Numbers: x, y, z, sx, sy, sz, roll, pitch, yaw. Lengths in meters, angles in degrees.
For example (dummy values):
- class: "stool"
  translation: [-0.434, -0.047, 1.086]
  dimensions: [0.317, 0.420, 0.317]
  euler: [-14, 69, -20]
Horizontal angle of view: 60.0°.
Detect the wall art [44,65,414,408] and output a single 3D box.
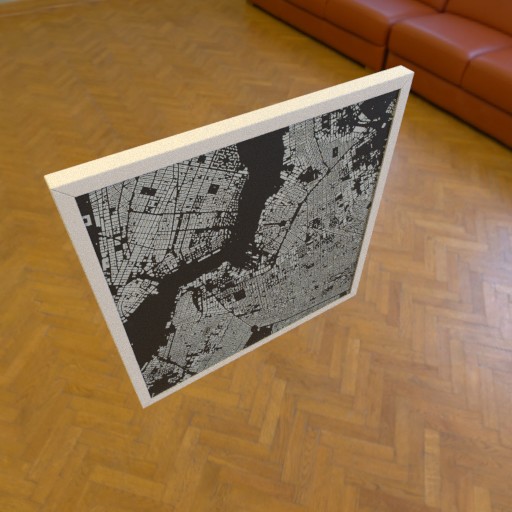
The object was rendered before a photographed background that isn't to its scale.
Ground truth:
- class: "wall art"
  translation: [0.000, 0.000, 1.097]
  dimensions: [0.761, 0.762, 0.050]
  euler: [-24, 51, -21]
